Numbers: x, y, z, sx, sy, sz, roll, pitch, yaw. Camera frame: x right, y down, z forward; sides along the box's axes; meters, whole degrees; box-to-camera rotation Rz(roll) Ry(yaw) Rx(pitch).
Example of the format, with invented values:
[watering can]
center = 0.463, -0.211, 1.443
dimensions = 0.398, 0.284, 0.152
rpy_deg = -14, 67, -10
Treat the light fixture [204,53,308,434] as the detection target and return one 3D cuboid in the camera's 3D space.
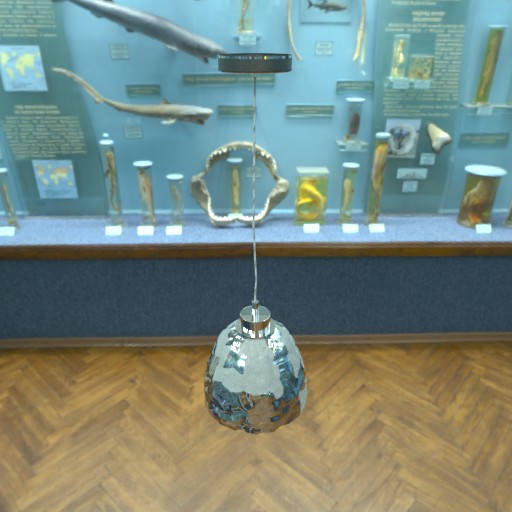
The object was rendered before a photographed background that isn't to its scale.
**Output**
[light fixture]
center = 0.000, 0.000, 1.826
dimensions = 0.500, 1.511, 0.496
rpy_deg = 0, 27, 0
